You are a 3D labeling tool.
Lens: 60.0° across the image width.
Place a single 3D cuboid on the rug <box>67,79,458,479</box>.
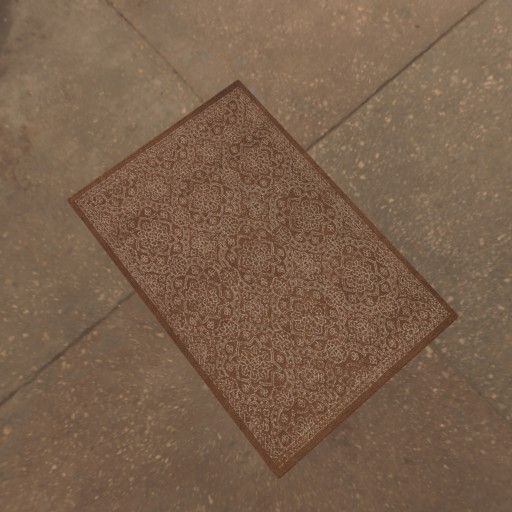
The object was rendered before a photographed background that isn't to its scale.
[{"bbox_3d":[0.000,0.000,2.371,1.219,0.010,1.829,-38,78,-9],"label":"rug"}]
